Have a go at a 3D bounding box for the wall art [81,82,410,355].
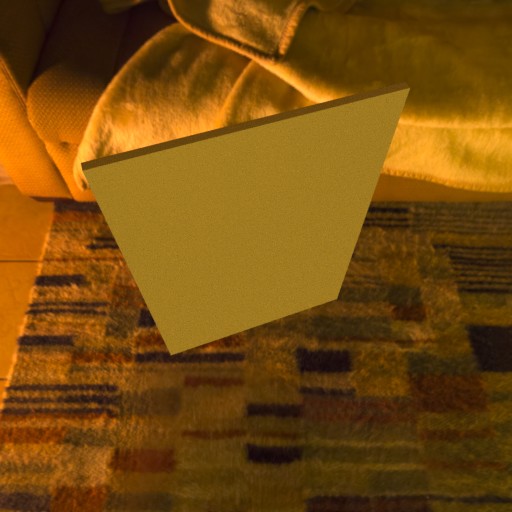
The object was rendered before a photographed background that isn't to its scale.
[{"bbox_3d":[0.000,0.000,0.618,0.325,0.474,0.010,-17,60,-10],"label":"wall art"}]
